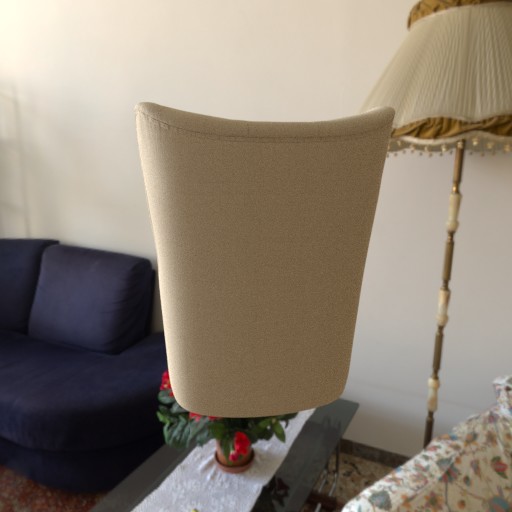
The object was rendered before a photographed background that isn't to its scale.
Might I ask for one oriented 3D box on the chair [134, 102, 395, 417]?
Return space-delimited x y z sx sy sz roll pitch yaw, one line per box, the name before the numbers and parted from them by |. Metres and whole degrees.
chair | 0.000 0.000 1.737 0.831 1.079 0.929 -2 13 -9
